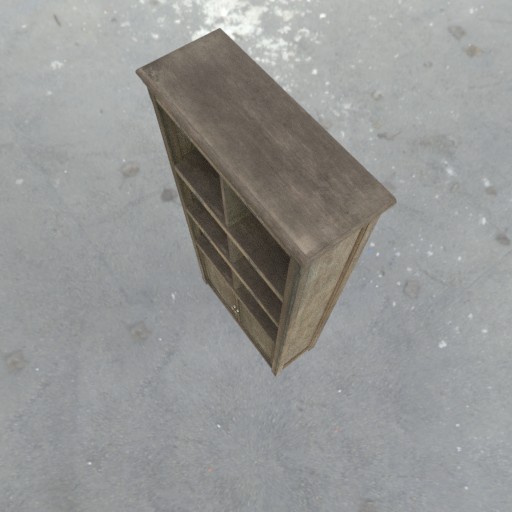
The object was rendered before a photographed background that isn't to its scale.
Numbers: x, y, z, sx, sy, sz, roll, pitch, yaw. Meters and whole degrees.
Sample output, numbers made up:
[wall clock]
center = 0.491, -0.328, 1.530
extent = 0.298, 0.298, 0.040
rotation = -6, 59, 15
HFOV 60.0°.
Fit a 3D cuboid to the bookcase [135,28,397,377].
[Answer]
[bookcase]
center = 0.000, 0.000, 2.233
extent = 0.348, 1.880, 0.906
rotation = -34, 70, -15
